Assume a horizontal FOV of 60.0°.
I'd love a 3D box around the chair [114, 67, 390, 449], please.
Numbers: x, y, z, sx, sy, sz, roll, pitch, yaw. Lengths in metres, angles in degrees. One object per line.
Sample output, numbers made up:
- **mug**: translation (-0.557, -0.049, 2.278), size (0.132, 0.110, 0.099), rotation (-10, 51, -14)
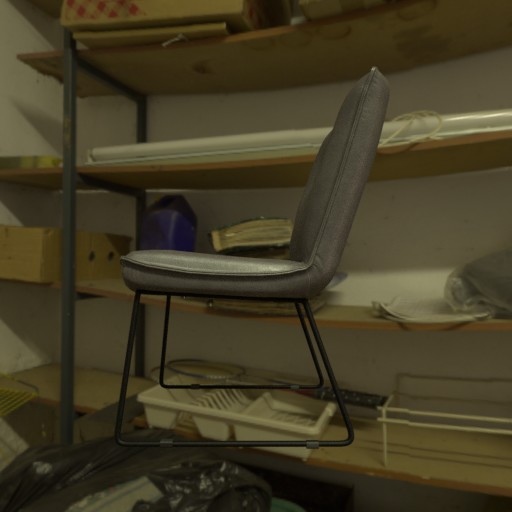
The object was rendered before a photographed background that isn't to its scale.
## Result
- **chair**: translation (0.000, 0.000, 1.323), size (0.688, 0.932, 0.515), rotation (0, -1, 0)
